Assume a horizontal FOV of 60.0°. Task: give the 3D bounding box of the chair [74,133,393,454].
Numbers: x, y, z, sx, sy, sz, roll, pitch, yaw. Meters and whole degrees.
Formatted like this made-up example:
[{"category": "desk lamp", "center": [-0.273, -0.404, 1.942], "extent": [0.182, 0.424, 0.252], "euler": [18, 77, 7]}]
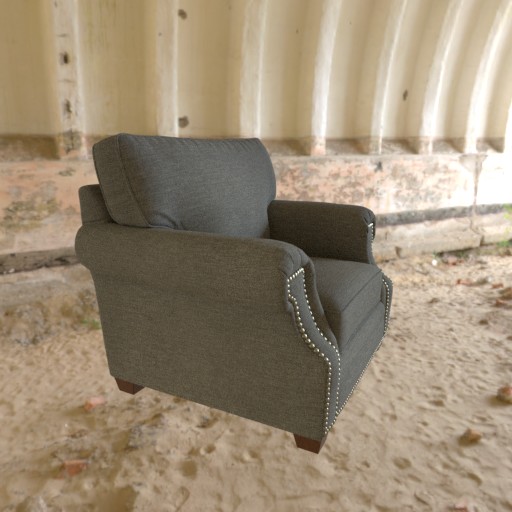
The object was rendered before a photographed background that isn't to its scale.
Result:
[{"category": "chair", "center": [0.000, 0.000, 1.817], "extent": [0.965, 0.961, 1.092], "euler": [7, 15, 27]}]
